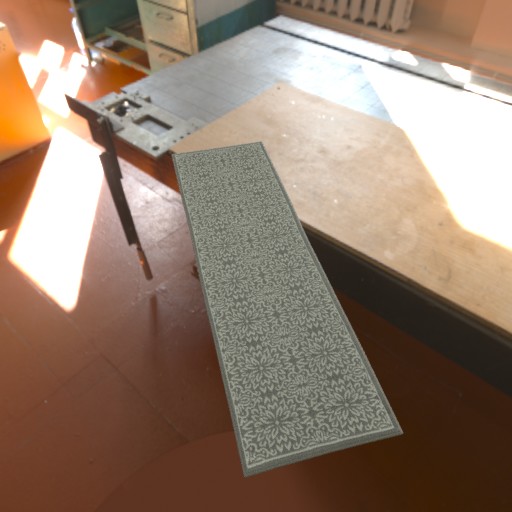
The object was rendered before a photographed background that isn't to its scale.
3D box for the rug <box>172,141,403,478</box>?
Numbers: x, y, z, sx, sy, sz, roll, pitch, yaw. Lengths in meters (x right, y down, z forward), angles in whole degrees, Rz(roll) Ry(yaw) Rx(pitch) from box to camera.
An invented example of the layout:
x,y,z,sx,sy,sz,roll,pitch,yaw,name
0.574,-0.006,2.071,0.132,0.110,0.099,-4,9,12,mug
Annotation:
x,y,z,sx,sy,sz,roll,pitch,yaw,name
0.000,0.000,2.455,0.662,0.011,2.196,-11,48,-10,rug
